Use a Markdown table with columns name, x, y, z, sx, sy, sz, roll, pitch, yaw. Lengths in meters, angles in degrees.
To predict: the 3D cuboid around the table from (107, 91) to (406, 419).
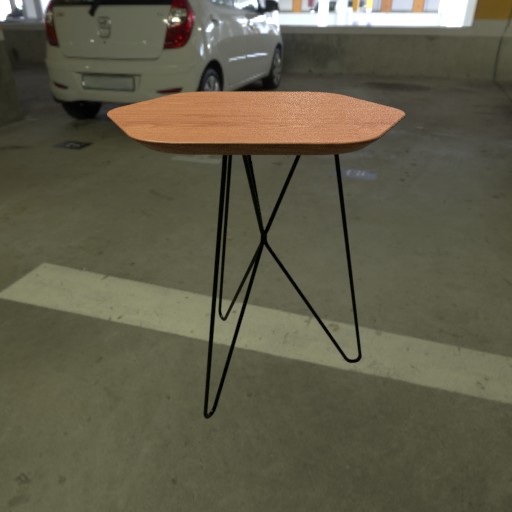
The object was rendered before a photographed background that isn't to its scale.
| name | x | y | z | sx | sy | sz | roll | pitch | yaw |
| --- | --- | --- | --- | --- | --- | --- | --- | --- | --- |
| table | 0.000 | 0.000 | 0.887 | 0.500 | 0.562 | 0.400 | 0 | 29 | 1 |
